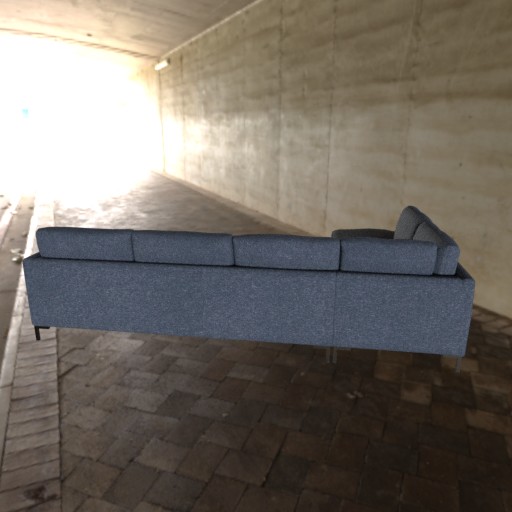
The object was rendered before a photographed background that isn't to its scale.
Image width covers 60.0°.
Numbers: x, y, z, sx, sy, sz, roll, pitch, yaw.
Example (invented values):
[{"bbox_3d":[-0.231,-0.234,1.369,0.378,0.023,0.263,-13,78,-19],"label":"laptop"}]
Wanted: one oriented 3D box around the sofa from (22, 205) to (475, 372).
[{"bbox_3d":[0.000,0.000,3.772,2.949,0.815,2.007,2,17,8],"label":"sofa"}]
